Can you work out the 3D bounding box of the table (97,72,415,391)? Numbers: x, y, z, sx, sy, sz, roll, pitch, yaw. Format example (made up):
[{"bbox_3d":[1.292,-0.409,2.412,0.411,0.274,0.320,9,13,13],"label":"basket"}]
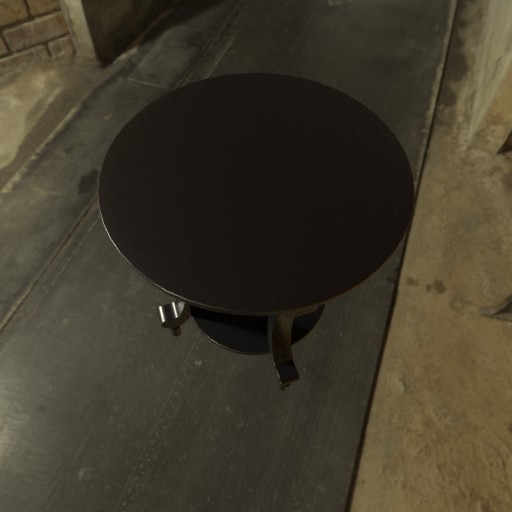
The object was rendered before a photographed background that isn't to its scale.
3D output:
[{"bbox_3d":[0.000,0.000,1.107,0.597,0.618,0.597,0,58,0],"label":"table"}]
